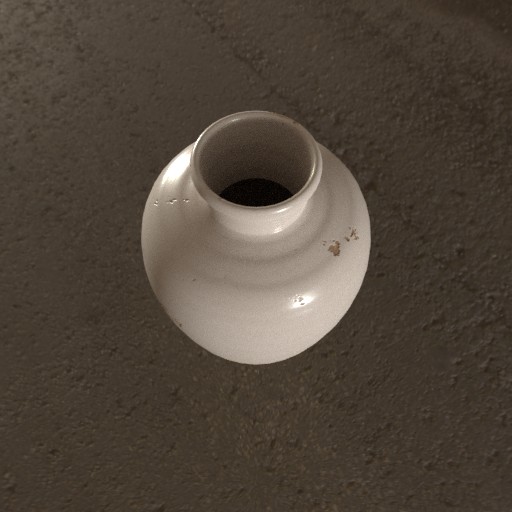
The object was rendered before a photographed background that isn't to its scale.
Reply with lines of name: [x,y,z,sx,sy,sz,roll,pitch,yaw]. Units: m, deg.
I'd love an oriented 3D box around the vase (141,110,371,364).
vase: [0.000,0.000,0.337,0.158,0.228,0.158,0,63,0]
